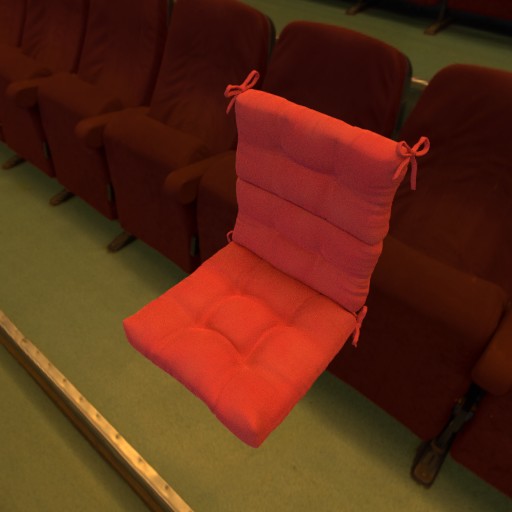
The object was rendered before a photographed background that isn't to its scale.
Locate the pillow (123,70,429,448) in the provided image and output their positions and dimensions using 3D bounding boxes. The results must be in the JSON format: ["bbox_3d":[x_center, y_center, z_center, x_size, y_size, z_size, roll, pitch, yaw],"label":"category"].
[{"bbox_3d":[0.000,0.000,1.070,0.519,0.605,0.571,31,53,27],"label":"pillow"}]
